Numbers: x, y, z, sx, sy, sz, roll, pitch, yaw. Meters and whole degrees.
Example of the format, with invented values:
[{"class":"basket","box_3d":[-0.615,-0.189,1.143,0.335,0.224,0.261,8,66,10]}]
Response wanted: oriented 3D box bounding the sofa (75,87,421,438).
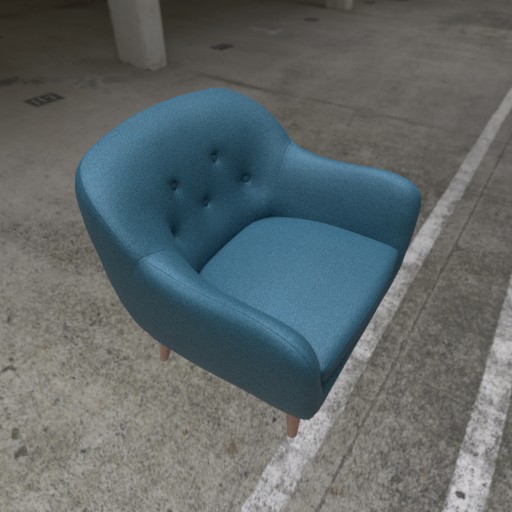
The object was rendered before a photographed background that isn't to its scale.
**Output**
[{"class":"sofa","box_3d":[0.000,0.000,1.458,0.825,0.817,0.836,23,46,24]}]
